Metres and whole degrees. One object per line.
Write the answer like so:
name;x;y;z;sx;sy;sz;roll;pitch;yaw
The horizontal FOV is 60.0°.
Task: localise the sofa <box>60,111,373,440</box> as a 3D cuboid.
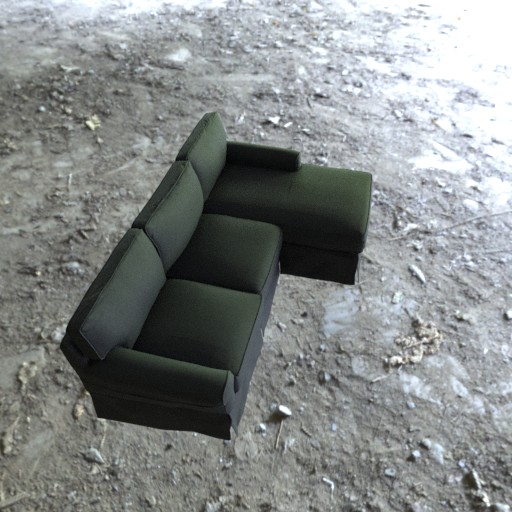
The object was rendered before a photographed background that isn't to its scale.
sofa;0.000;0.000;3.334;1.637;1.039;2.518;10;47;10
